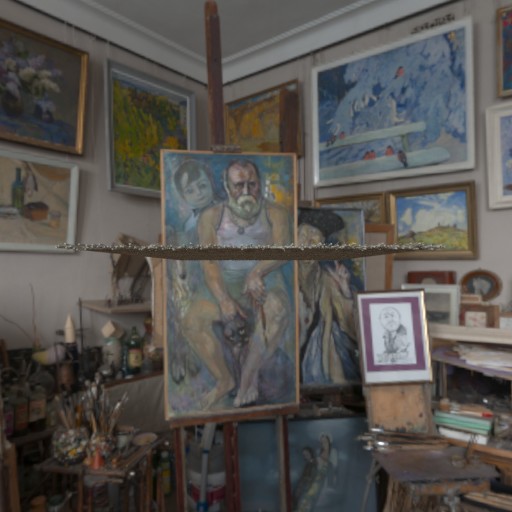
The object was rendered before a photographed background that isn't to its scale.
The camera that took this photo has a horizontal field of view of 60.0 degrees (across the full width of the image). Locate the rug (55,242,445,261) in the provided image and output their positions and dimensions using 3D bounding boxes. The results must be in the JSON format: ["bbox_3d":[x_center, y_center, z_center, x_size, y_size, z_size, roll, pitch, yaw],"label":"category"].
[{"bbox_3d":[0.000,0.000,2.903,1.495,0.035,2.472,0,-2,1],"label":"rug"}]
